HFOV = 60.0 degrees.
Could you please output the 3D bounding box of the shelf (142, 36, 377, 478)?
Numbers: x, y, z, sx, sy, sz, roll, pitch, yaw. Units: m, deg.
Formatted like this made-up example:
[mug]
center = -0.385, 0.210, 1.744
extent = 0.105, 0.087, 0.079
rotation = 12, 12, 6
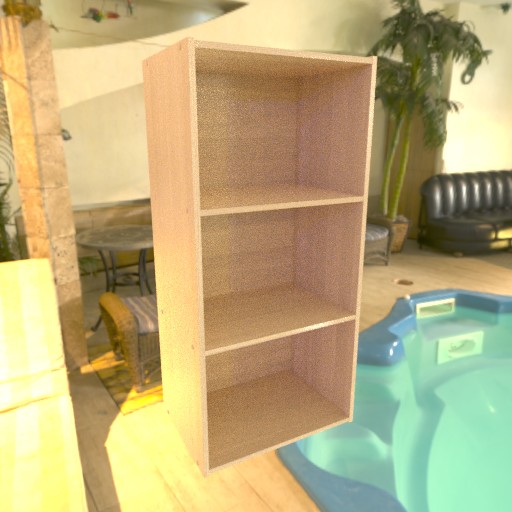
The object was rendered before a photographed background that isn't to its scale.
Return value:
[shelf]
center = 0.000, 0.000, 1.066
extent = 0.417, 0.876, 0.292
rotation = -8, 18, -27
